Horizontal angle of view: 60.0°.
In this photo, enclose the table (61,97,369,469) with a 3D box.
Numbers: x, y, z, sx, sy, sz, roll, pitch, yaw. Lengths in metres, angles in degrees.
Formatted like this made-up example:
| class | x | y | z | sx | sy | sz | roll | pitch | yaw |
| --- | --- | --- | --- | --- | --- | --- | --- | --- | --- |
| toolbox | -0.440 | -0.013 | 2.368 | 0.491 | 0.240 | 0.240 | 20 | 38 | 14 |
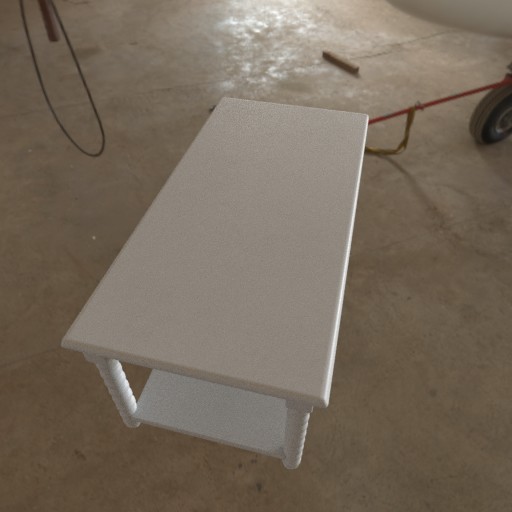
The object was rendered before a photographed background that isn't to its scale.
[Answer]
| class | x | y | z | sx | sy | sz | roll | pitch | yaw |
| --- | --- | --- | --- | --- | --- | --- | --- | --- | --- |
| table | 0.000 | 0.000 | 1.466 | 0.580 | 0.487 | 1.171 | 10 | 46 | 10 |
